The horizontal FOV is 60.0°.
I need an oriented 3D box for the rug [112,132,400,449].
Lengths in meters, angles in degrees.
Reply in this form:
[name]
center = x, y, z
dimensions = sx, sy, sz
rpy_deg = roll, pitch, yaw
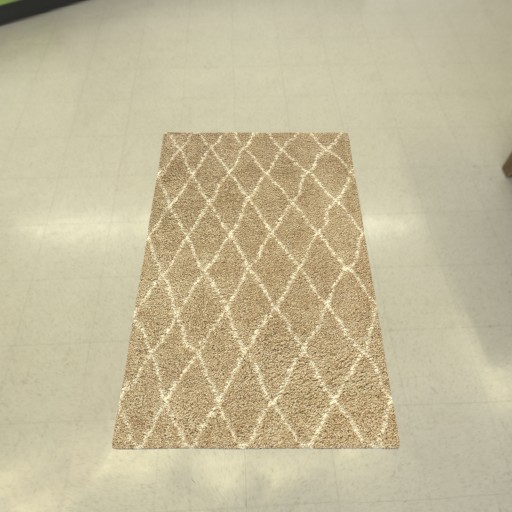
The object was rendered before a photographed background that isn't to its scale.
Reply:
[rug]
center = 0.000, 0.000, 3.004
dimensions = 1.524, 0.030, 2.438
rpy_deg = 0, 57, 0
